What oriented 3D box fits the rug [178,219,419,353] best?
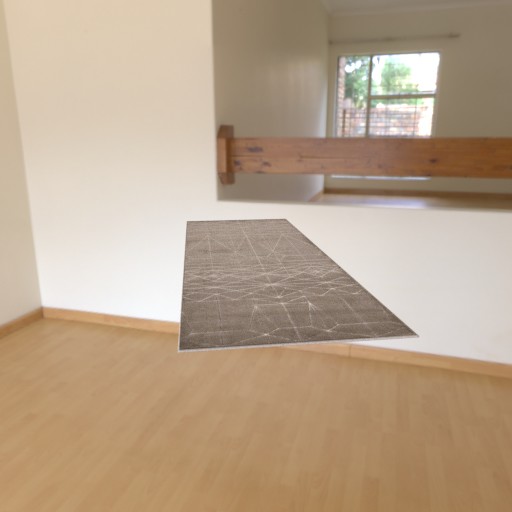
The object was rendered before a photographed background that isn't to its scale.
[{"bbox_3d":[0.000,0.000,2.692,0.864,0.012,2.388,-2,15,-8],"label":"rug"}]
